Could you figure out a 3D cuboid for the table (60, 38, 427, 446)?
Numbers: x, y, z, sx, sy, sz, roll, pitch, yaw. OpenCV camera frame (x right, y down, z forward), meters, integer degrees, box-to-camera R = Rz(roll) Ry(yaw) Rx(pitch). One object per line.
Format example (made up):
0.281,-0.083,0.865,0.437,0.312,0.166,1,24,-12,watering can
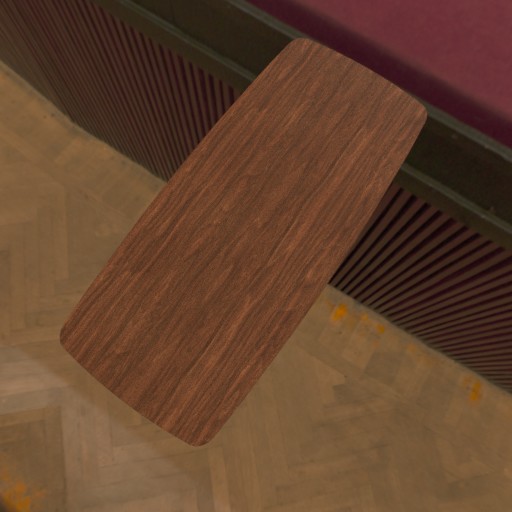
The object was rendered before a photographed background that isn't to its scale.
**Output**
0.000,0.000,1.116,0.361,0.576,0.804,34,78,9,table
